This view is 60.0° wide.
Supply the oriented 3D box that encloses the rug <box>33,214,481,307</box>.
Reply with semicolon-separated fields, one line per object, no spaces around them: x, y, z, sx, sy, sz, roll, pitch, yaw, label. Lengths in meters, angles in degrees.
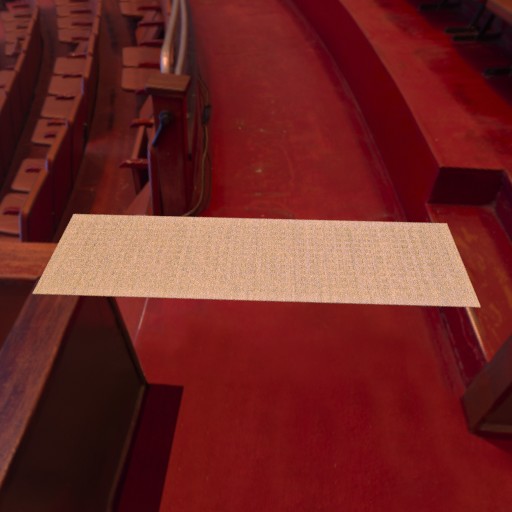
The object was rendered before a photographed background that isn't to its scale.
0.000;0.000;2.653;2.437;0.006;0.686;2;45;2;rug
